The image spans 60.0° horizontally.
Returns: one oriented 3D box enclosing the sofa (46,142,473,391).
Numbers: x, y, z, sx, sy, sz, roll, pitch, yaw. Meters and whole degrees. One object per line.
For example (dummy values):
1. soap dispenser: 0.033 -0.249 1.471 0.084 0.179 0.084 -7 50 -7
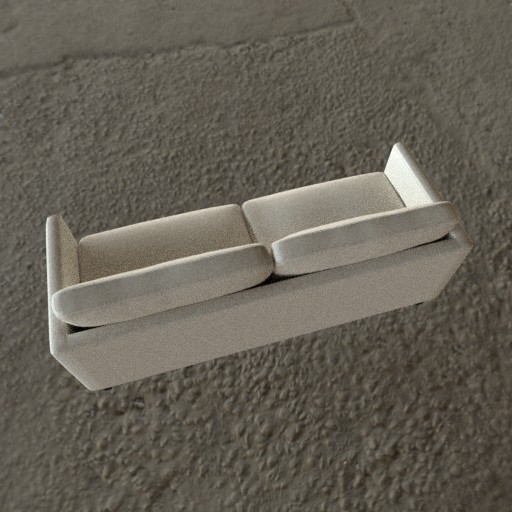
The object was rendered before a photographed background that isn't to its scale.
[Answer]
1. sofa: 0.000 0.000 2.873 2.434 0.965 0.948 -14 58 -9
